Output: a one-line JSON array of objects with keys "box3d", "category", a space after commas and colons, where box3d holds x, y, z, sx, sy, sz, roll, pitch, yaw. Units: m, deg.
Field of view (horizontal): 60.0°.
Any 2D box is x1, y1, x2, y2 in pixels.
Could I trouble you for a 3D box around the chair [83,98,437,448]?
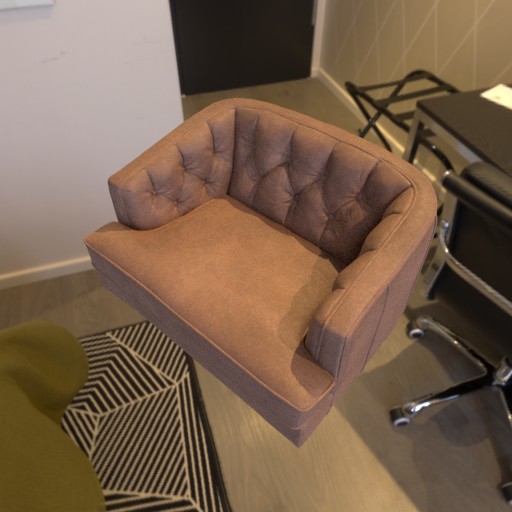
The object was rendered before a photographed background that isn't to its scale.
[{"box3d": [0.000, 0.000, 1.757, 1.118, 0.787, 0.914, 32, 54, 27], "category": "chair"}]
